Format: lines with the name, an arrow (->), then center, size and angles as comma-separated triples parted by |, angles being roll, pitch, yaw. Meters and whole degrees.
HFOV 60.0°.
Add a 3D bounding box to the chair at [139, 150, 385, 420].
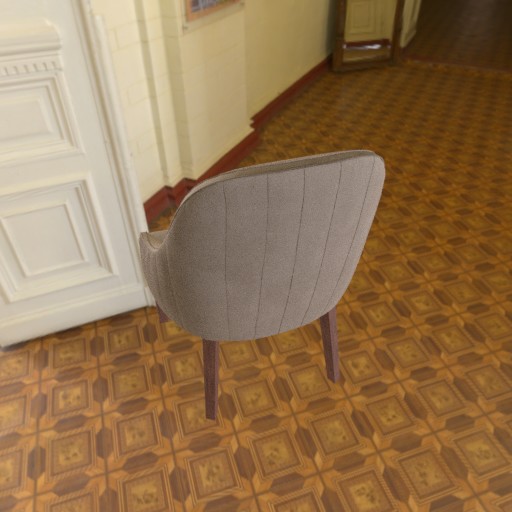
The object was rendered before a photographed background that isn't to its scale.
chair -> 0.000, 0.000, 1.296 | 0.643, 0.889, 0.575 | -12, 42, -14
